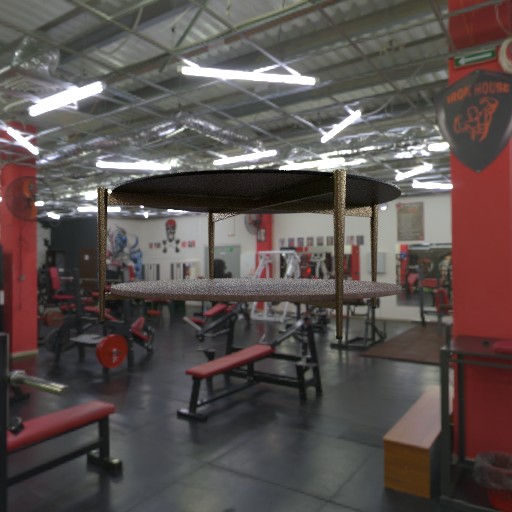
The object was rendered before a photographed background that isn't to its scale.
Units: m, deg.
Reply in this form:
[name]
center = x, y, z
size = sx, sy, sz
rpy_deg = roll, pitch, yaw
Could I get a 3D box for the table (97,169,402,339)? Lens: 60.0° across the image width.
[table]
center = 0.000, 0.000, 1.504
size = 0.938, 0.400, 0.938
rpy_deg = 0, -1, 36
